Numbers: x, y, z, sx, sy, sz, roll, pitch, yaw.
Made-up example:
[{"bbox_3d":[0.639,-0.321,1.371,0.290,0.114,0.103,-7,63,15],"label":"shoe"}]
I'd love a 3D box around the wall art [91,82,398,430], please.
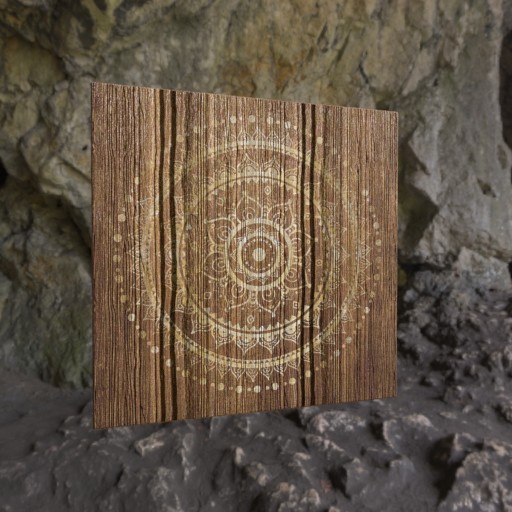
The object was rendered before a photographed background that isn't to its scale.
[{"bbox_3d":[0.000,0.000,0.585,0.406,0.403,0.039,0,1,-16],"label":"wall art"}]
